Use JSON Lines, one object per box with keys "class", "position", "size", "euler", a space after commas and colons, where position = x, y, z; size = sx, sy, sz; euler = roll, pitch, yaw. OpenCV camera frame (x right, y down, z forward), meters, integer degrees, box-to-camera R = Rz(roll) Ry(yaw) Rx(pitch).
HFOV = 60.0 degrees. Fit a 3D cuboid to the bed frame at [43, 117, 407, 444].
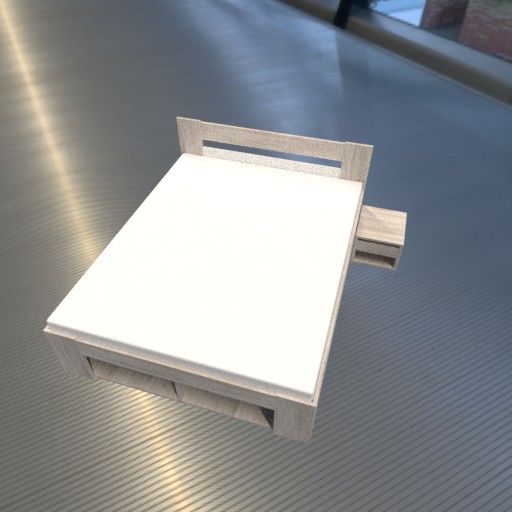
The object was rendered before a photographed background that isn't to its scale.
{"class": "bed frame", "position": [0.000, 0.000, 3.165], "size": [2.040, 0.860, 2.050], "euler": [12, 45, 12]}
